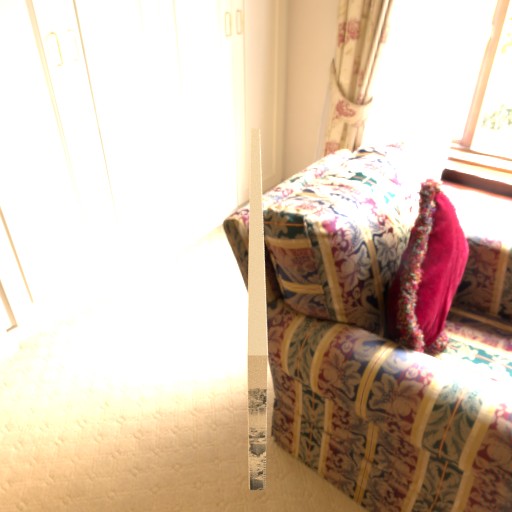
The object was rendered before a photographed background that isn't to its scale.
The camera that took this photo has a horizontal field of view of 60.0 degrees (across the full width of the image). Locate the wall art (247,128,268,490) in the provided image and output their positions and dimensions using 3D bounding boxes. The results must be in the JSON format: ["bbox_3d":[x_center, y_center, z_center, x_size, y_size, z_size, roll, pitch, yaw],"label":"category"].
[{"bbox_3d":[0.000,0.000,1.687,0.044,0.507,1.520,0,33,0],"label":"wall art"}]
